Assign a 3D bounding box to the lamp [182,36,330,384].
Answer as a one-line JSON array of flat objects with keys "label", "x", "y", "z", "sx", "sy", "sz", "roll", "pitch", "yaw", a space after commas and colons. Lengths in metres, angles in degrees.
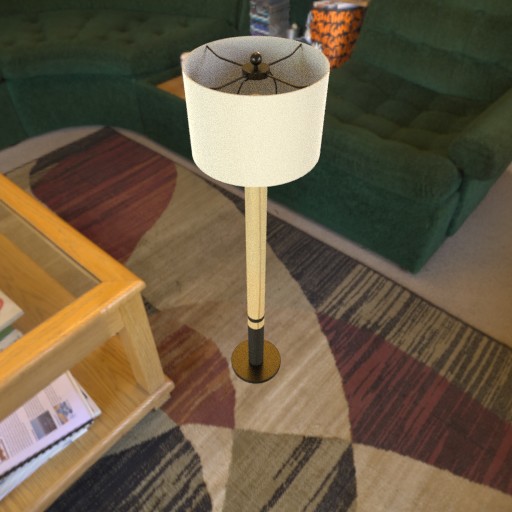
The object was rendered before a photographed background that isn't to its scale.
[{"label": "lamp", "x": 0.000, "y": 0.000, "z": 1.658, "sx": 0.381, "sy": 1.478, "sz": 0.381, "roll": 17, "pitch": 48, "yaw": 16}]
